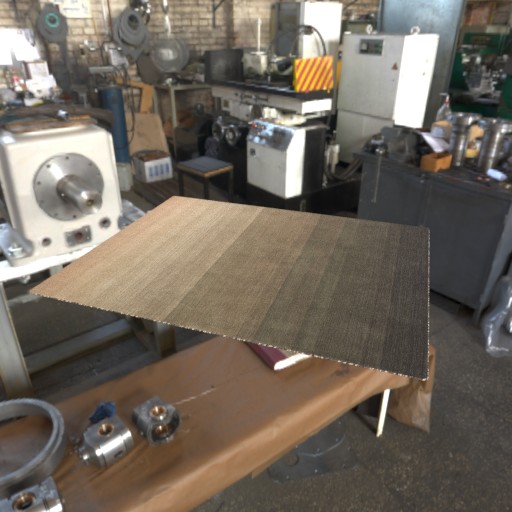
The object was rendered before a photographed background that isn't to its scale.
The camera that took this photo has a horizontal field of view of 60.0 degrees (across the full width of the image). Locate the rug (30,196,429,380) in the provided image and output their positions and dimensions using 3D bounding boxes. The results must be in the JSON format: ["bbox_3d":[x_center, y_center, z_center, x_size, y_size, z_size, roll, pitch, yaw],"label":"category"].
[{"bbox_3d":[0.000,0.000,3.932,2.902,0.017,2.306,9,29,17],"label":"rug"}]
